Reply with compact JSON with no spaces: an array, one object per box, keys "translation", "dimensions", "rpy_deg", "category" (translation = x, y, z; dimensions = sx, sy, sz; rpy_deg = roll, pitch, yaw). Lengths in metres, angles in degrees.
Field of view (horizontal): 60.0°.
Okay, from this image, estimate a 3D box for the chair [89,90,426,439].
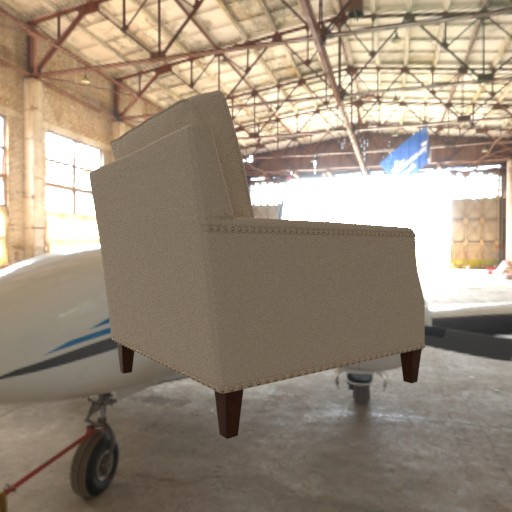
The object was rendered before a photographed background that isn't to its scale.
[{"translation":[0.000,0.000,1.706],"dimensions":[1.014,0.943,0.853],"rpy_deg":[-1,1,-36],"category":"chair"}]
